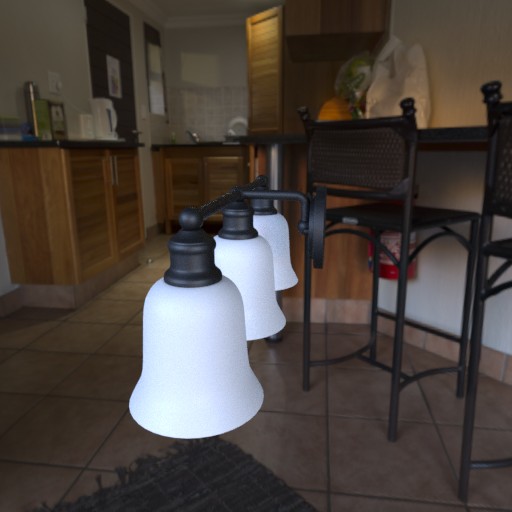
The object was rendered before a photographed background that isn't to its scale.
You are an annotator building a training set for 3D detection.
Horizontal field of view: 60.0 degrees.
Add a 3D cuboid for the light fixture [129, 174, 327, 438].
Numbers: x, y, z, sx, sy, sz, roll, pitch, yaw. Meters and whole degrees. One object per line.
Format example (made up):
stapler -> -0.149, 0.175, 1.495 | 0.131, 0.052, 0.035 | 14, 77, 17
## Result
light fixture -> 0.000, 0.000, 0.658 | 0.198, 0.211, 0.570 | 3, 15, 10
